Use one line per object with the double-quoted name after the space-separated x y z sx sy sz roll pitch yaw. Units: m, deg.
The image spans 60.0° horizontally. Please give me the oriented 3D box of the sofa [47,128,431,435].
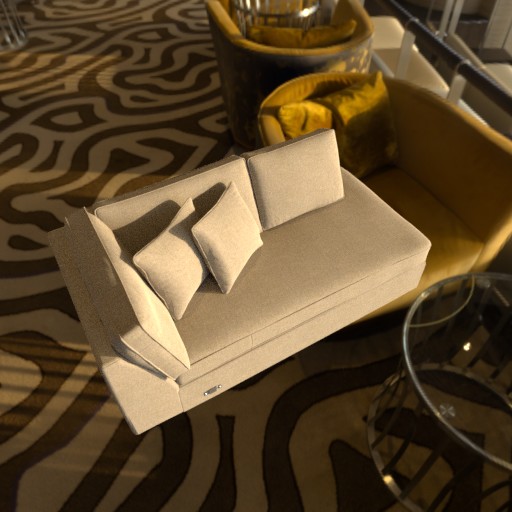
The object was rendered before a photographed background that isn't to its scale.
0.000 0.000 2.904 2.238 1.019 1.110 -23 50 -21 "sofa"
